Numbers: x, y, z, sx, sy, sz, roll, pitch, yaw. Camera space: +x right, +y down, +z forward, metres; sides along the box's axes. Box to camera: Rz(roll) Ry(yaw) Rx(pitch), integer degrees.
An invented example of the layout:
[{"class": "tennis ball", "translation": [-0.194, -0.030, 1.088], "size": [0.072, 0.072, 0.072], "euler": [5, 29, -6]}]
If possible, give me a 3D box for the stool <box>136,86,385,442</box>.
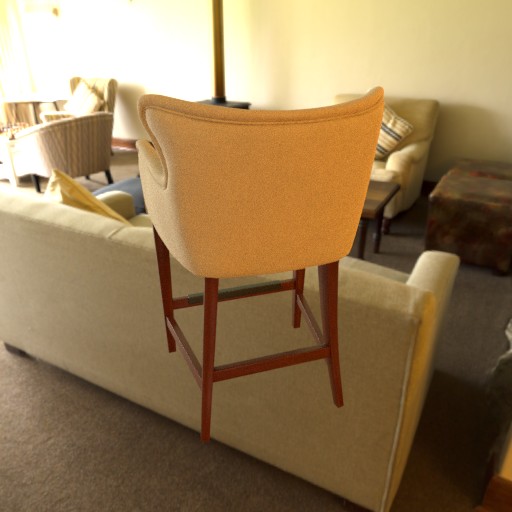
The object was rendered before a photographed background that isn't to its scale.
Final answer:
[{"class": "stool", "translation": [0.000, 0.000, 1.318], "size": [0.601, 0.951, 0.570], "euler": [-8, 27, -16]}]
